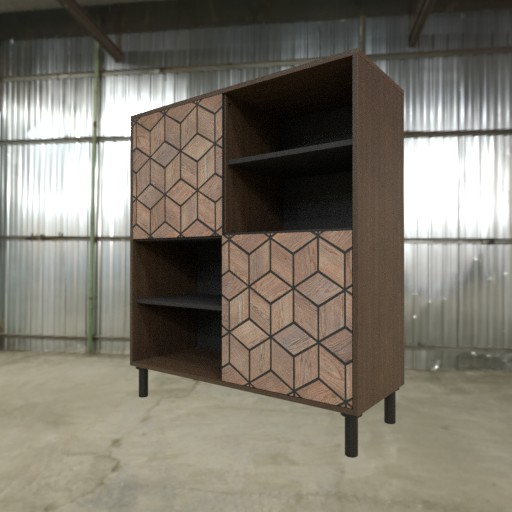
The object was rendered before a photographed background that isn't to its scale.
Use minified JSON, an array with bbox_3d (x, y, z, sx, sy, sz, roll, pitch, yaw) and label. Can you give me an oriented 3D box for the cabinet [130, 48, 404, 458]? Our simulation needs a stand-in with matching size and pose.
[{"bbox_3d":[0.000,0.000,1.707,1.010,1.170,0.400,0,0,36],"label":"cabinet"}]
